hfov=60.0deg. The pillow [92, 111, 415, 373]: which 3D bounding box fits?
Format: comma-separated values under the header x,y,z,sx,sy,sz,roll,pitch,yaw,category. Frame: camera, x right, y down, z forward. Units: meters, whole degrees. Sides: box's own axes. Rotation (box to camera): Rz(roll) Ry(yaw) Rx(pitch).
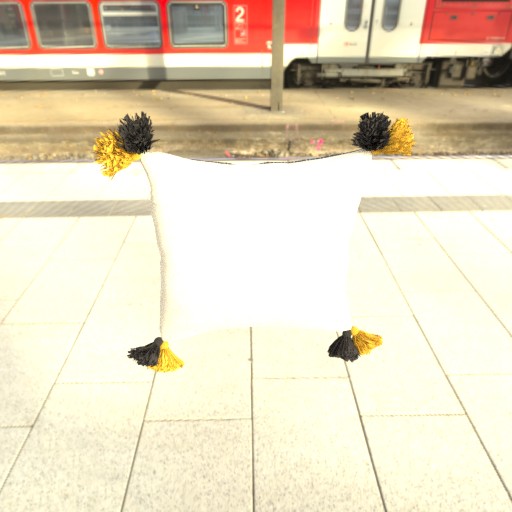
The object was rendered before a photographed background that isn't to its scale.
x,y,z,sx,sy,sz,roll,pitch,yaw,category
0.000,0.000,1.007,0.654,0.659,0.139,-2,31,-3,pillow
